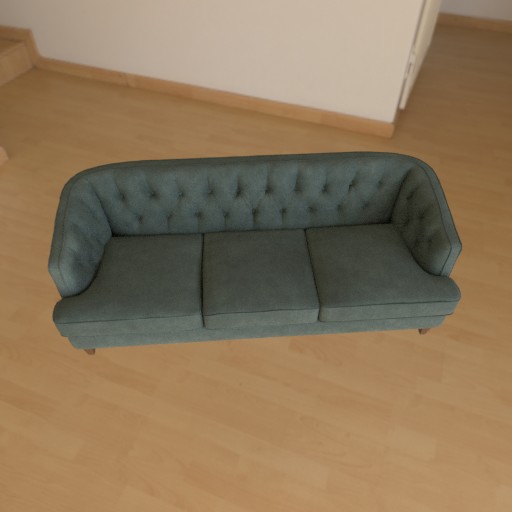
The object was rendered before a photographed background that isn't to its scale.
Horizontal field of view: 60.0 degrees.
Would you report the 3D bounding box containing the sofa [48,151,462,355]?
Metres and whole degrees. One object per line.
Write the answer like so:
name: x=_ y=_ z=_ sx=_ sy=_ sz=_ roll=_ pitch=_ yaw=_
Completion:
sofa: x=0.000 y=0.000 z=2.751 sx=2.278 sy=0.855 sz=0.941 roll=-3 pitch=47 yaw=-3
